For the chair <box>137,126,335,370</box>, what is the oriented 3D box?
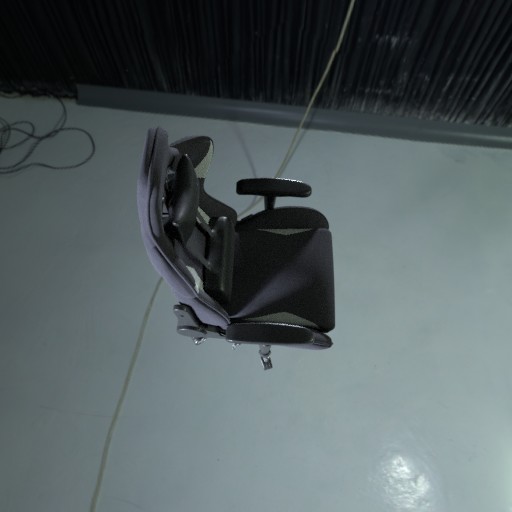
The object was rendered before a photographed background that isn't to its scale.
[{"bbox_3d":[0.000,0.000,1.792,0.695,1.300,0.730,2,65,1],"label":"chair"}]
